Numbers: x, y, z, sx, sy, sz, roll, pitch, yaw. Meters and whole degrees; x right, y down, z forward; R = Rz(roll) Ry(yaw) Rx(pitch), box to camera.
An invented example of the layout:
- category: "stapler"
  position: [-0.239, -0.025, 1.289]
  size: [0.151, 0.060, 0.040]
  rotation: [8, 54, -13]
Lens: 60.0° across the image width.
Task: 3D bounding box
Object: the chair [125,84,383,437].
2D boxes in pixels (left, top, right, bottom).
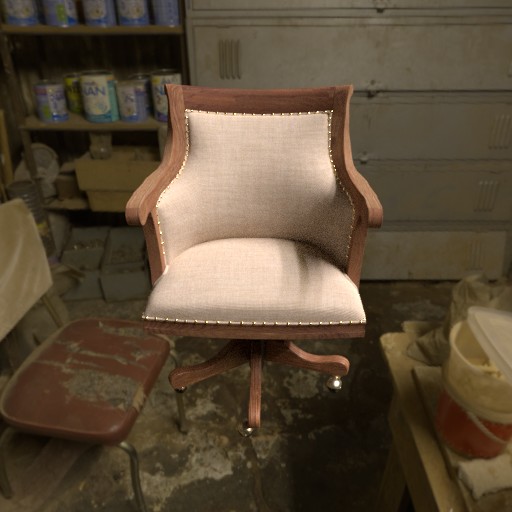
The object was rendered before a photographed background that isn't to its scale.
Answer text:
- category: "chair"
  position: [0.000, 0.000, 1.434]
  size: [0.656, 0.965, 0.689]
  rotation: [1, 31, 1]
